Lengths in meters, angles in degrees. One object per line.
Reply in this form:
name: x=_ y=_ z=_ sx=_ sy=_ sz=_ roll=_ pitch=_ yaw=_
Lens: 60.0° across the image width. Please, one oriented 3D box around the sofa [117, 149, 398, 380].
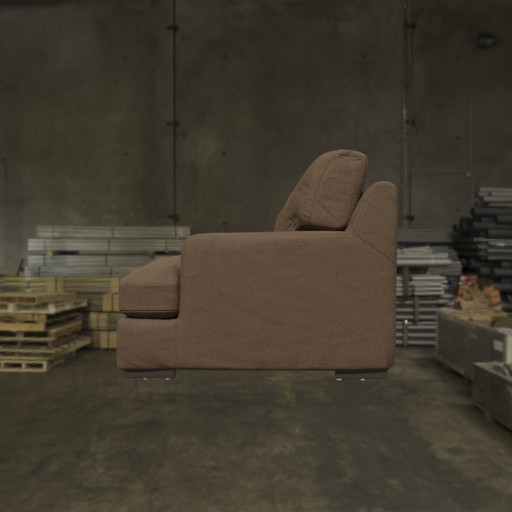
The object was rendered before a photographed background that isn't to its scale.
sofa: x=0.000 y=0.000 z=2.858 sx=1.140 sy=0.950 sz=2.274 roll=0 pitch=1 yaw=0
